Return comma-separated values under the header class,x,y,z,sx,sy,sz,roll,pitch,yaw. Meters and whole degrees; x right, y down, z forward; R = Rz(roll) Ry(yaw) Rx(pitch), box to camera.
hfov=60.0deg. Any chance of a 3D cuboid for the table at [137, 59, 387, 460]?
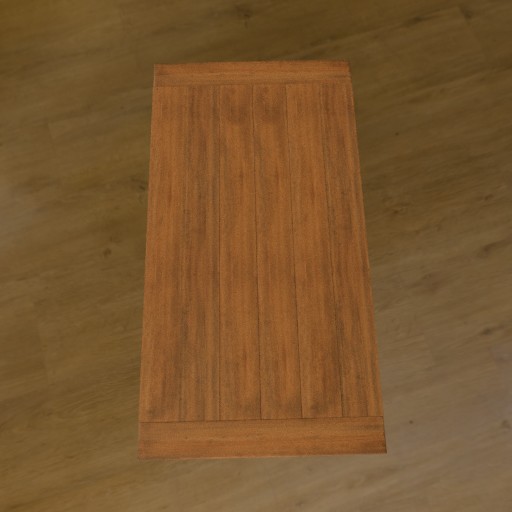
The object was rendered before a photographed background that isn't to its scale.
class,x,y,z,sx,sy,sz,roll,pitch,yaw
table,0.000,0.000,1.607,0.693,0.494,1.270,-1,74,0
